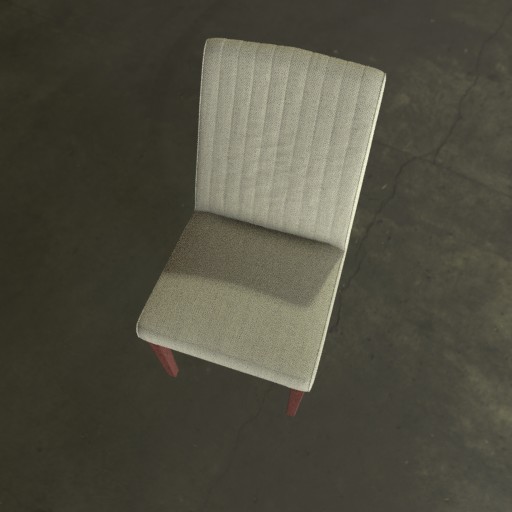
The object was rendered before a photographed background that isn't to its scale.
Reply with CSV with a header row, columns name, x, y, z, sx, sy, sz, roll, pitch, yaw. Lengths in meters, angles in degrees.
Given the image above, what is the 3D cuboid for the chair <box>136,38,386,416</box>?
name,x,y,z,sx,sy,sz,roll,pitch,yaw
chair,0.000,0.000,1.228,0.480,0.900,0.594,15,59,9
